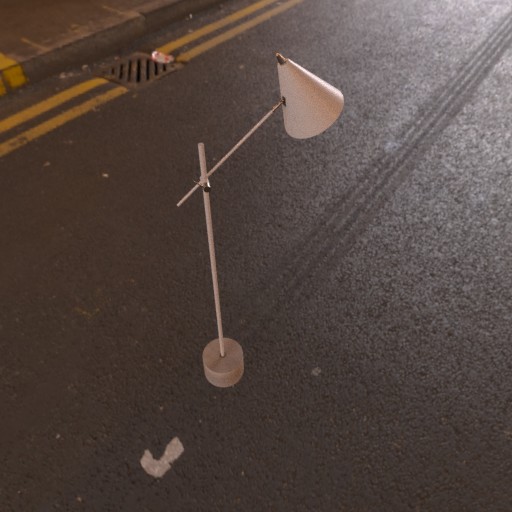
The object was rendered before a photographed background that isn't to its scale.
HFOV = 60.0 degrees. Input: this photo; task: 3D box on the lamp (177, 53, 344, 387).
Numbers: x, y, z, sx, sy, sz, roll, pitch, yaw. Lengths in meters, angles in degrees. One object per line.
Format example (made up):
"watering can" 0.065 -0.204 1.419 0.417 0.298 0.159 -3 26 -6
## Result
"lamp" 0.000 0.000 1.621 0.508 1.430 0.223 -11 48 -11
